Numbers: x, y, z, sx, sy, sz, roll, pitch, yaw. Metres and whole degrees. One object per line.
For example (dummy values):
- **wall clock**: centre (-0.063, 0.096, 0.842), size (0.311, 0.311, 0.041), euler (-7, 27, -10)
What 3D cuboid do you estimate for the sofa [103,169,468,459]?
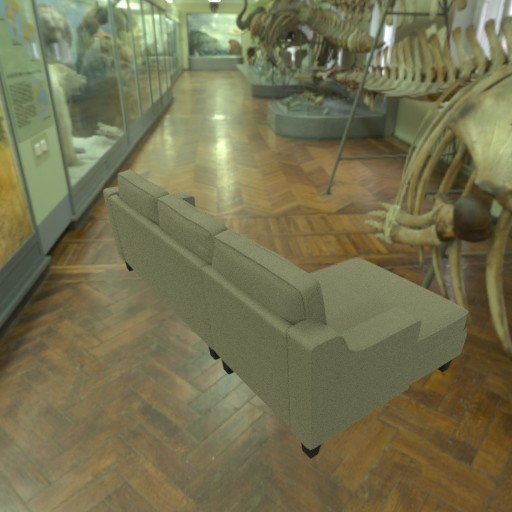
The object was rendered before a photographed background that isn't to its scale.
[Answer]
- **sofa**: centre (0.000, 0.000, 3.152), size (1.294, 0.928, 2.561), euler (-17, 31, -31)
